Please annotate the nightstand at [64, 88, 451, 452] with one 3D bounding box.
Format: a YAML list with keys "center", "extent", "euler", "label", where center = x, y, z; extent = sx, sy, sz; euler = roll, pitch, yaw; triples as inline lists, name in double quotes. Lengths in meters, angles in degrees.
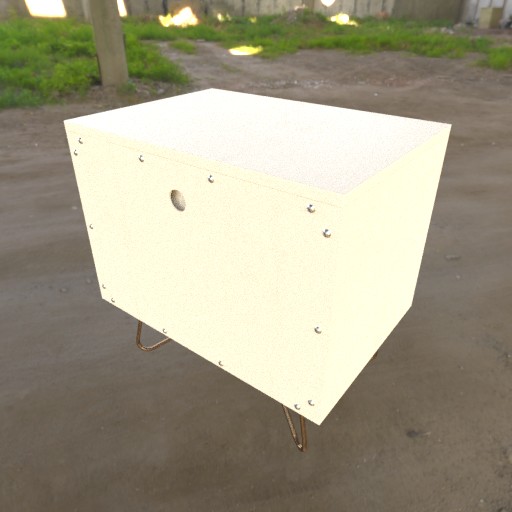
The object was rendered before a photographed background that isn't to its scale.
- center: [0.000, 0.000, 1.014]
  extent: [0.614, 0.604, 0.447]
  euler: [21, 37, 32]
  label: "nightstand"
